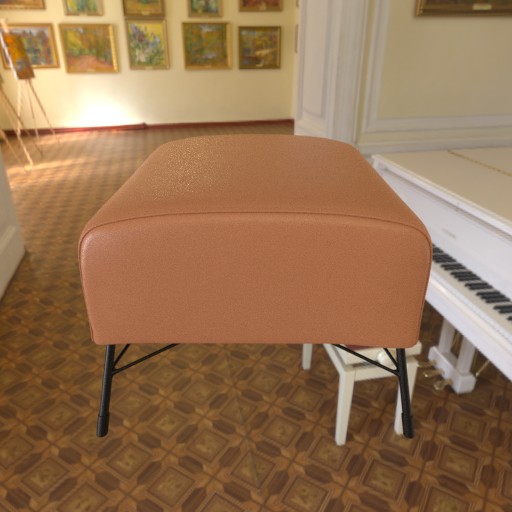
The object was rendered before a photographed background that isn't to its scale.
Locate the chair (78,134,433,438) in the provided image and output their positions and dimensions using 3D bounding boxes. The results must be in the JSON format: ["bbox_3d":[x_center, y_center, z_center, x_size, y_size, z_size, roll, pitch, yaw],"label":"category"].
[{"bbox_3d":[0.000,0.000,0.879,0.530,0.410,0.530,0,26,0],"label":"chair"}]
